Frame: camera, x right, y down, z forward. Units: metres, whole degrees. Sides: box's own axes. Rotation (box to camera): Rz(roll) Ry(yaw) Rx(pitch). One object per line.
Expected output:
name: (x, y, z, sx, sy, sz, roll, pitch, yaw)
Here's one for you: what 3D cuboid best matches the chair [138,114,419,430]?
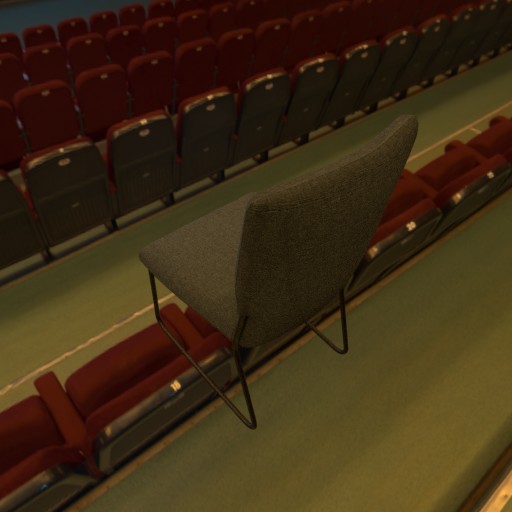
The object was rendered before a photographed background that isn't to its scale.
chair: (0.000, 0.000, 1.270, 0.480, 0.931, 0.635, -31, 53, -27)
